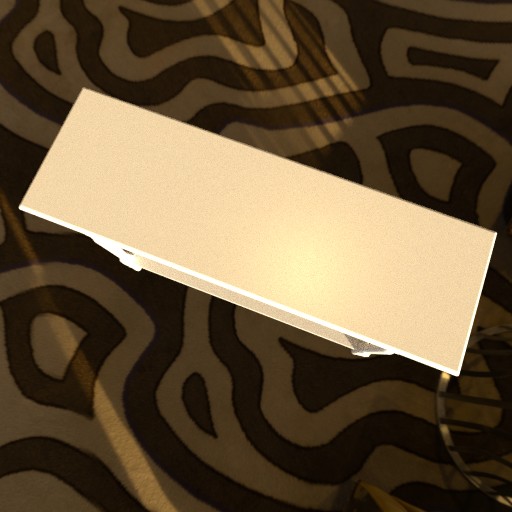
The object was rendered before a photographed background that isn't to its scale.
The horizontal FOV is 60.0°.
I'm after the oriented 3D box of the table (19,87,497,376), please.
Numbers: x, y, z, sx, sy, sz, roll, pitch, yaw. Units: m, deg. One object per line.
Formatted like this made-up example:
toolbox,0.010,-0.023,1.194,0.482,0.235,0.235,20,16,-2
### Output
table,0.000,0.000,1.545,1.191,0.814,0.386,20,77,5
